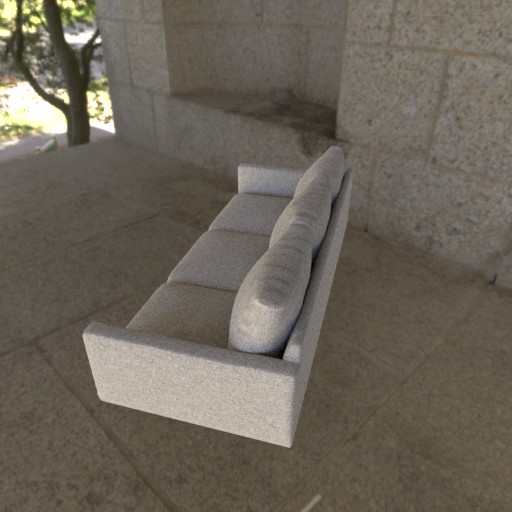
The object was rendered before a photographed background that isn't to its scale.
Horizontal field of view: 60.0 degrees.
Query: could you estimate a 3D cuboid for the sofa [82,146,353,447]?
[{"bbox_3d":[0.000,0.000,2.481,0.850,0.830,2.000,8,32,14],"label":"sofa"}]
